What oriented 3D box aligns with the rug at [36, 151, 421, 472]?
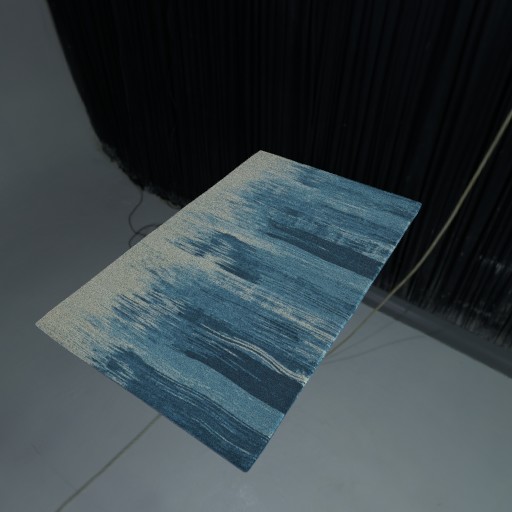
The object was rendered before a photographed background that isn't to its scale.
[{"bbox_3d":[0.000,0.000,3.040,1.540,0.027,2.450,24,48,24],"label":"rug"}]
